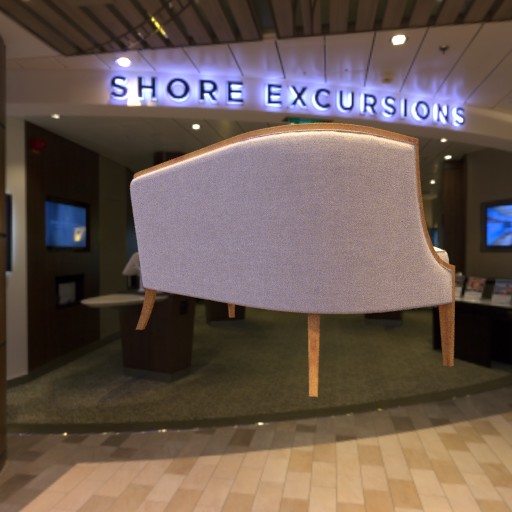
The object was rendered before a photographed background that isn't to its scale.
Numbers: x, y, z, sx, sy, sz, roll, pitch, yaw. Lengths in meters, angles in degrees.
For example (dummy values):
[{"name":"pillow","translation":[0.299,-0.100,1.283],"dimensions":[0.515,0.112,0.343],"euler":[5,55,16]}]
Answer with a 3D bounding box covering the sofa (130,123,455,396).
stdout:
[{"name":"sofa","translation":[0.000,0.000,1.951],"dimensions":[0.770,0.775,1.474],"euler":[-1,1,-36]}]
